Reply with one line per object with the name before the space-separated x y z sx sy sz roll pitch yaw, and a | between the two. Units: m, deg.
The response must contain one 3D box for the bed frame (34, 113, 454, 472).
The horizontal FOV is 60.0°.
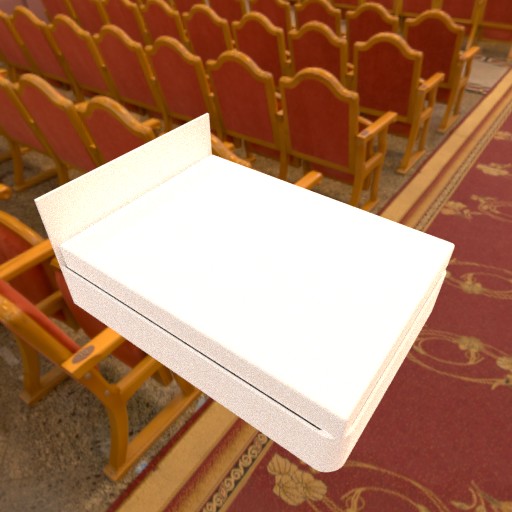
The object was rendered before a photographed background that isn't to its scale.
bed frame | 0.000 0.000 2.623 1.900 0.800 1.400 25 47 27
